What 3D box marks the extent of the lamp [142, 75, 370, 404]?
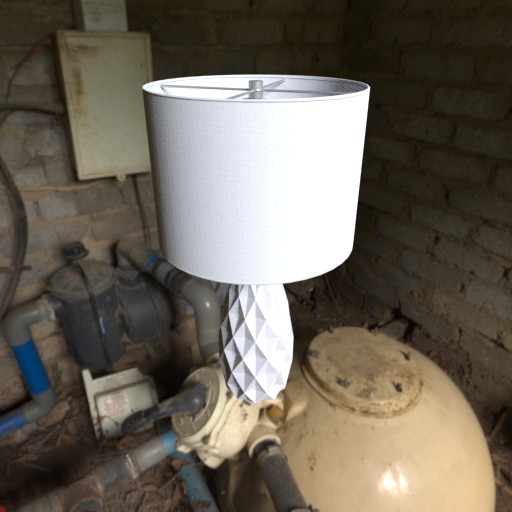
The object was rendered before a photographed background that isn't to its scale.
[{"bbox_3d":[0.000,0.000,0.707,0.297,0.522,0.297,0,27,0],"label":"lamp"}]
